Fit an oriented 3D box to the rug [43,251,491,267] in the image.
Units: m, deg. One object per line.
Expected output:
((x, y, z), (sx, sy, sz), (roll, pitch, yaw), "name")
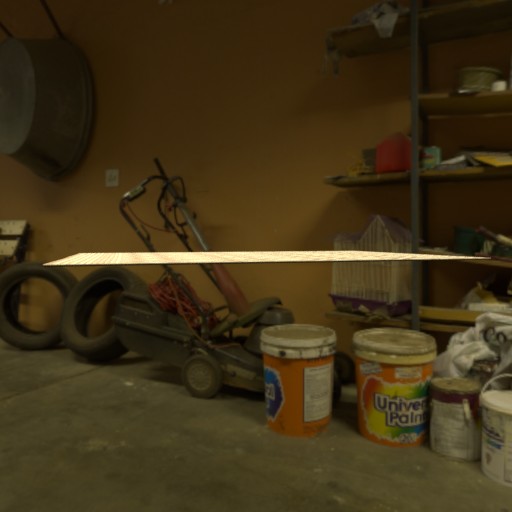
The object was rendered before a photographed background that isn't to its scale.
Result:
((0.000, 0.000, 2.303), (1.829, 0.008, 1.219), (-1, 2, -17), "rug")
